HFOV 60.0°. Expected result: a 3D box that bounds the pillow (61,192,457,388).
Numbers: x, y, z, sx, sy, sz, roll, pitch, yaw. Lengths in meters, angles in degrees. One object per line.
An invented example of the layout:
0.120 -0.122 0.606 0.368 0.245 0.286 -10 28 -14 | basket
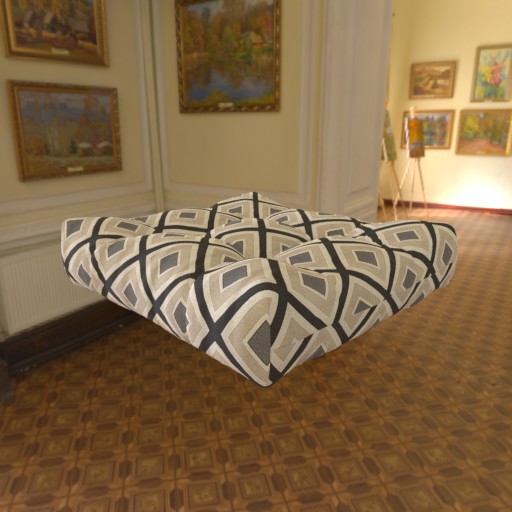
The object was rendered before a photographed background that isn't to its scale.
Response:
0.000 0.000 0.731 0.468 0.128 0.490 -16 23 -42 | pillow
